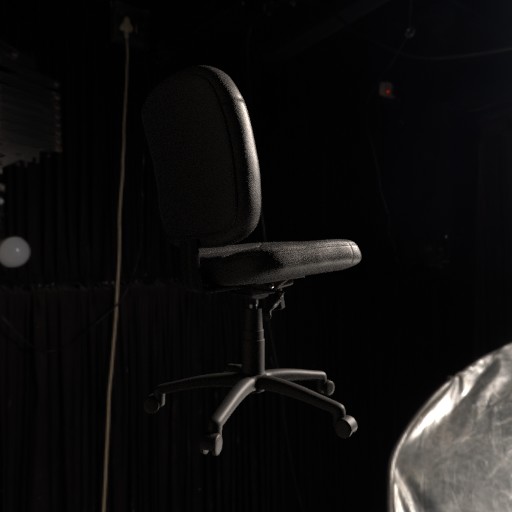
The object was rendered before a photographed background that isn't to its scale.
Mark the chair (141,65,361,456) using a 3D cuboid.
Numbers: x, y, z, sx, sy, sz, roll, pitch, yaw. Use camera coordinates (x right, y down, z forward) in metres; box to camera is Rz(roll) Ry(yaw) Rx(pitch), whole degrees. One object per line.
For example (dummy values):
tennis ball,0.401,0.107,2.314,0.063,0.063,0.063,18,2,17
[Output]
chair,0.000,0.000,1.373,0.646,0.959,0.647,0,0,-35
